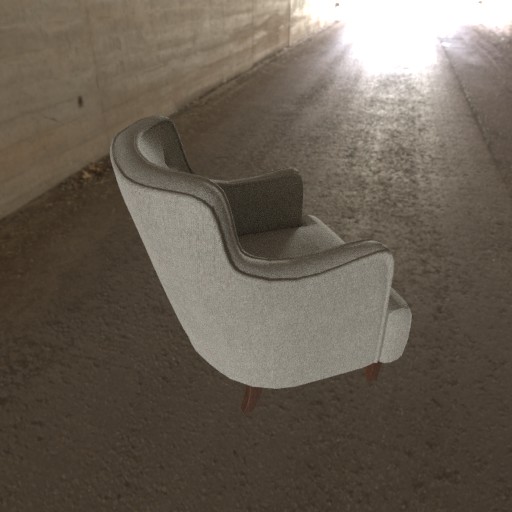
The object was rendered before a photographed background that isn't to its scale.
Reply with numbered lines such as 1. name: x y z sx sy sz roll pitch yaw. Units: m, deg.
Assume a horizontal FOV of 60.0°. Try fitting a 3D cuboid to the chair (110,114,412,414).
1. chair: 0.000 0.000 1.637 0.910 0.920 0.820 -10 33 -17
